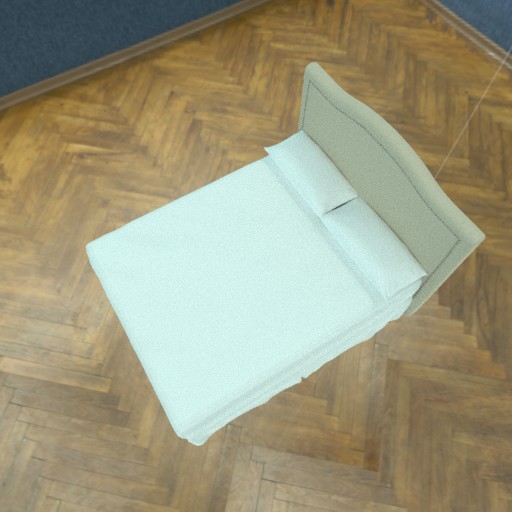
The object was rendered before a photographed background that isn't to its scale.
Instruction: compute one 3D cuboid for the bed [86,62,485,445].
[{"bbox_3d":[0.000,0.000,3.241,2.143,1.460,1.753,-29,66,-14],"label":"bed"}]
